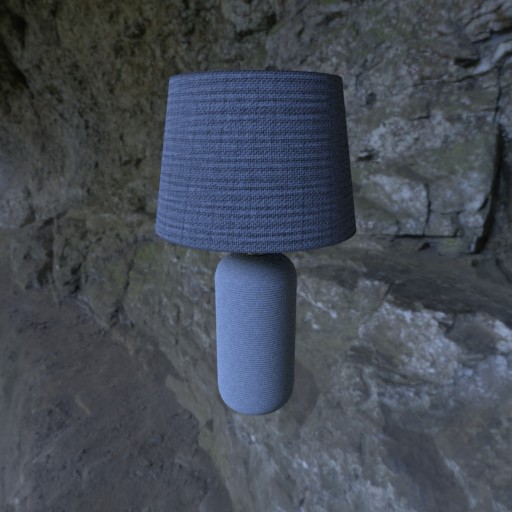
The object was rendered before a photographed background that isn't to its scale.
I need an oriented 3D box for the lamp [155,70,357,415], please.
[{"bbox_3d":[0.000,0.000,0.578,0.251,0.429,0.251,0,17,0],"label":"lamp"}]
